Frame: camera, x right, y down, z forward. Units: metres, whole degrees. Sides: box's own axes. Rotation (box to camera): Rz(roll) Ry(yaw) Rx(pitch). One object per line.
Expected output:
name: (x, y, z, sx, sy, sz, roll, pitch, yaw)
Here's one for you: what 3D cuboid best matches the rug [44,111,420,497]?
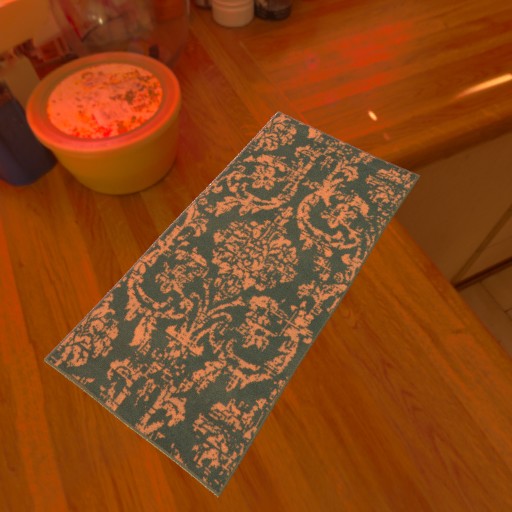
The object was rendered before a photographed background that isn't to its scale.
rug: (0.000, 0.000, 1.407, 0.604, 0.007, 1.219, 30, 63, 17)
